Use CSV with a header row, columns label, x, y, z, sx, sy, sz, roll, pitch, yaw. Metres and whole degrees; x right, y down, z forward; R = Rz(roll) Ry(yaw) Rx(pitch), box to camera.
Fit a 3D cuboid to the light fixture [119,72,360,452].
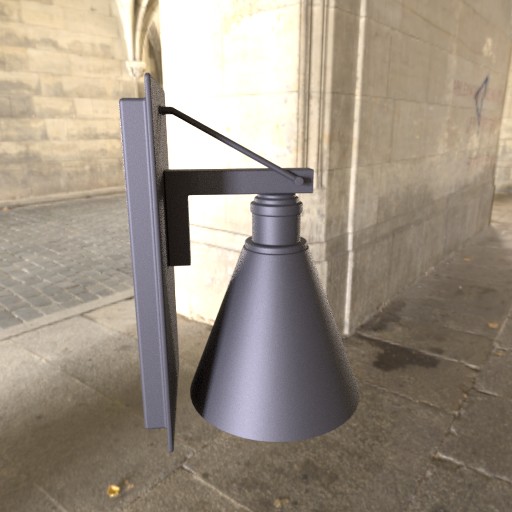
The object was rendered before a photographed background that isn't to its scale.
label,x,y,z,sx,sy,sz,roll,pitch,yaw
light fixture,0.000,0.000,0.412,0.207,0.298,0.170,-2,16,-7
